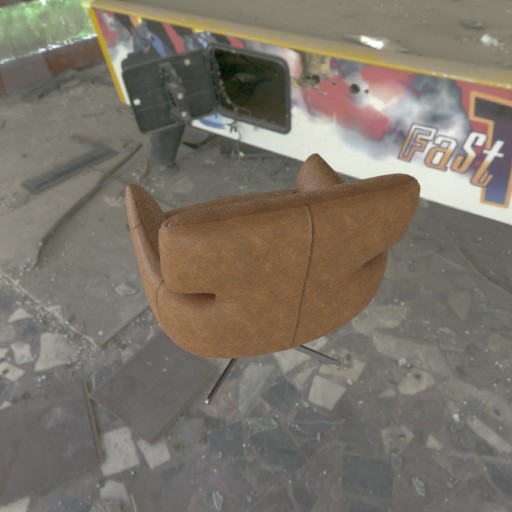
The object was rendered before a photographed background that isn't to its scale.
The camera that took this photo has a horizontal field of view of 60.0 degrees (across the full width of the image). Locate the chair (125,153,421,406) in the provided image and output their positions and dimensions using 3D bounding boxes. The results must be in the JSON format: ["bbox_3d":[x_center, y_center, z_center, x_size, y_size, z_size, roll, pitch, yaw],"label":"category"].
[{"bbox_3d":[0.000,0.000,1.375,0.706,0.812,0.715,-12,42,-14],"label":"chair"}]
